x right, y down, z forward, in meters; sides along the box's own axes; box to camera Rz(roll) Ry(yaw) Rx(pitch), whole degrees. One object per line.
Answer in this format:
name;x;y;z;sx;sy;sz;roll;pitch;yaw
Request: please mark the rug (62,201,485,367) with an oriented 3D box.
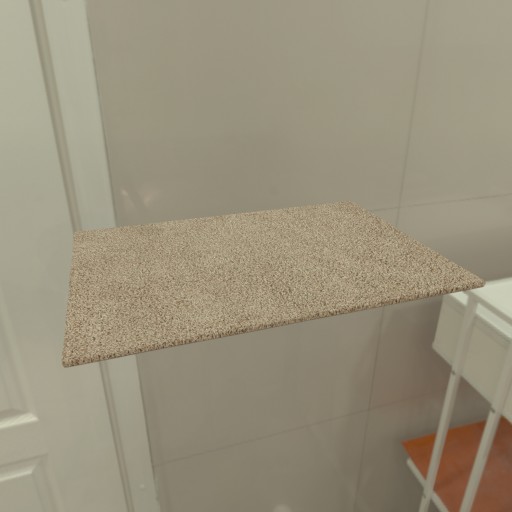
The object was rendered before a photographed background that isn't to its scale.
rug;0.000;0.000;2.256;1.778;0.030;1.219;-8;27;-17
